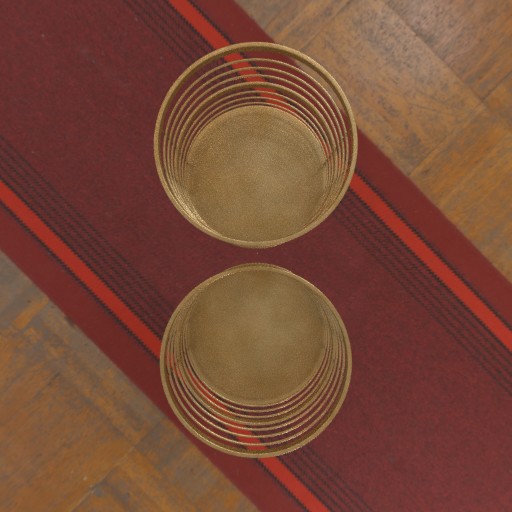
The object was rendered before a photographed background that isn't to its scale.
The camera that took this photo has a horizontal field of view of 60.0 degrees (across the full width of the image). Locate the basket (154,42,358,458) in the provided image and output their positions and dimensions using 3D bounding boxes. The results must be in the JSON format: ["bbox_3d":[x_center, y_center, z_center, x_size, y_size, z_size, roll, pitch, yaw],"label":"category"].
[{"bbox_3d":[0.000,0.000,0.946,0.356,0.351,0.746,0,90,0],"label":"basket"}]
